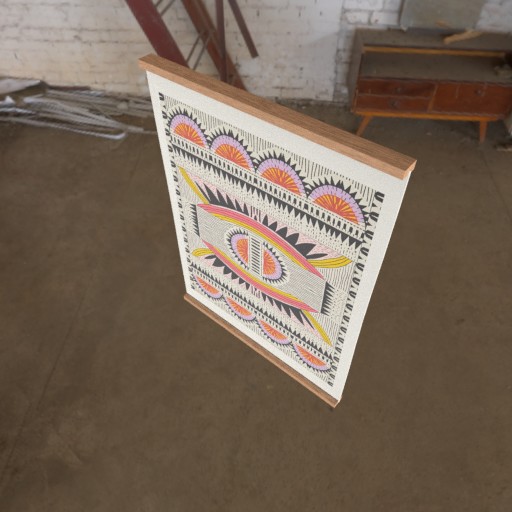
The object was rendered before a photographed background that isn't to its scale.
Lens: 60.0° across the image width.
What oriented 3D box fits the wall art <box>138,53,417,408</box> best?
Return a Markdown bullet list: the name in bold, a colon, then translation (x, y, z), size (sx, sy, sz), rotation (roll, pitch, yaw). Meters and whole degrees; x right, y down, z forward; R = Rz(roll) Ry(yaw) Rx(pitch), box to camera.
- **wall art**: translation (0.000, 0.000, 0.819), size (0.456, 0.609, 0.028), rotation (31, 54, 26)
